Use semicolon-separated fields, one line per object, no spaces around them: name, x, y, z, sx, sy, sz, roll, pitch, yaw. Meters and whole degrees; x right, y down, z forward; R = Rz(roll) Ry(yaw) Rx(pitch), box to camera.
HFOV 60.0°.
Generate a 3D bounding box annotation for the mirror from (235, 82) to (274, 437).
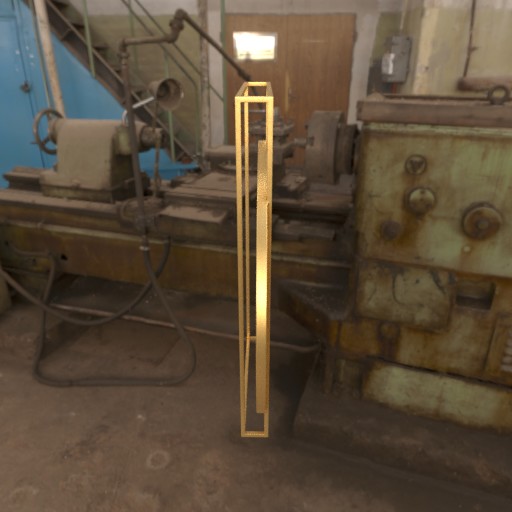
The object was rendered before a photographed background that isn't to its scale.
mirror;0.000;0.000;0.848;0.051;0.603;0.508;0;25;1
